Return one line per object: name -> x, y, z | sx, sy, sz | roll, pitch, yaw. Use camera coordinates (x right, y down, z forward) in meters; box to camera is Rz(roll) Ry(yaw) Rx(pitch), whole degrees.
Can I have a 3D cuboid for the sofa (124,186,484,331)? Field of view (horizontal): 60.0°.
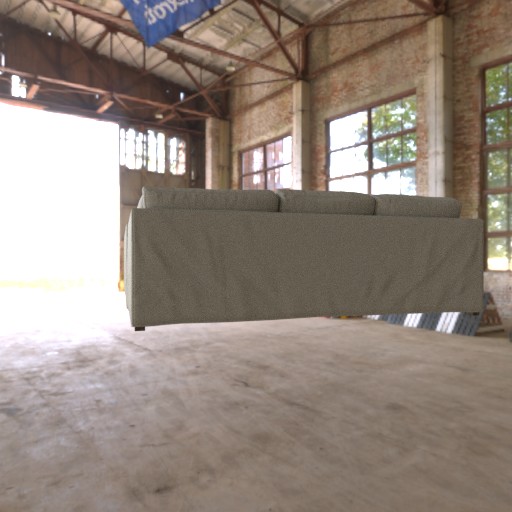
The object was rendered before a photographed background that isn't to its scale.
sofa -> 0.000, 0.000, 4.295 | 2.432, 0.871, 3.182 | 0, 0, -17
